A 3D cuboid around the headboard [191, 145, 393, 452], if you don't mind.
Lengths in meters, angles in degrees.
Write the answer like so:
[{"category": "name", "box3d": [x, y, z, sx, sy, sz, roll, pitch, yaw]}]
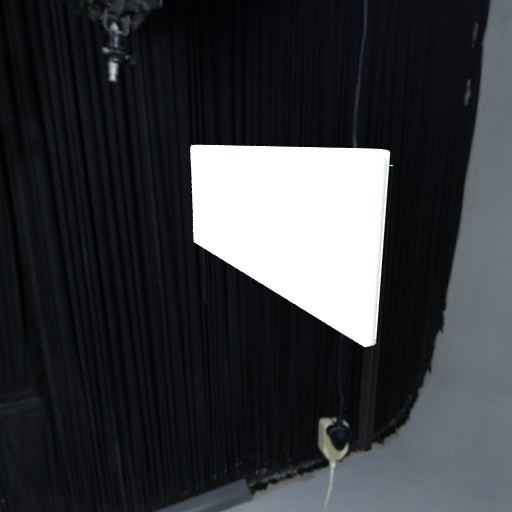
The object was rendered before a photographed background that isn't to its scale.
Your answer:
[{"category": "headboard", "box3d": [0.000, 0.000, 2.941, 0.120, 1.410, 2.362, -7, 16, -25]}]
